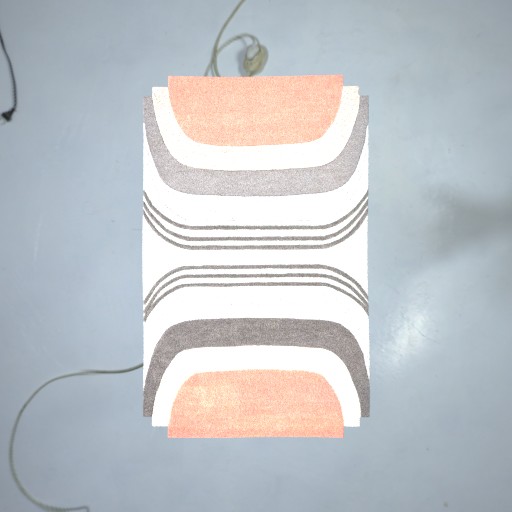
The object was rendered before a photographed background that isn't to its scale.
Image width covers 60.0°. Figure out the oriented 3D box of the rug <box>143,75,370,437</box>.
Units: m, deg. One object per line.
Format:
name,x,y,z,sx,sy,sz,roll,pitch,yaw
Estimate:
rug,0.000,0.000,2.990,1.530,0.017,2.446,0,90,0
